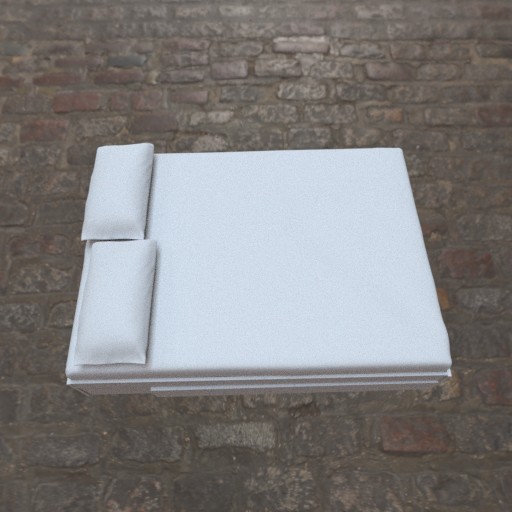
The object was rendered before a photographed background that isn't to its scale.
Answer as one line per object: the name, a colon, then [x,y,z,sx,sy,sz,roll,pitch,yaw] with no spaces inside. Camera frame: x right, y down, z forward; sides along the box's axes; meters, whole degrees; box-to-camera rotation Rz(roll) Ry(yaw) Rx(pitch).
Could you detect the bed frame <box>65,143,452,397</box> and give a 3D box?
bed frame: [0.000,0.000,2.583,1.950,0.629,1.450,-1,62,-1]
